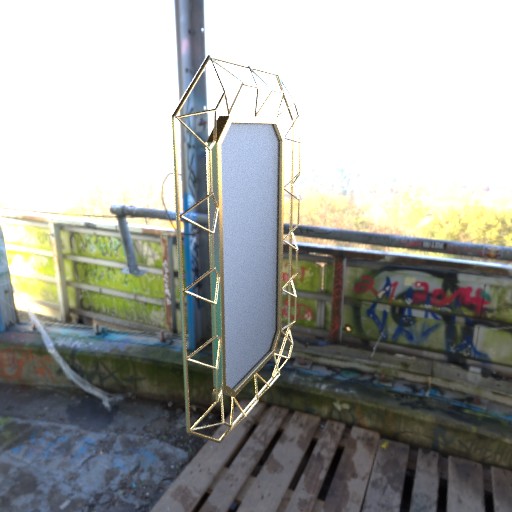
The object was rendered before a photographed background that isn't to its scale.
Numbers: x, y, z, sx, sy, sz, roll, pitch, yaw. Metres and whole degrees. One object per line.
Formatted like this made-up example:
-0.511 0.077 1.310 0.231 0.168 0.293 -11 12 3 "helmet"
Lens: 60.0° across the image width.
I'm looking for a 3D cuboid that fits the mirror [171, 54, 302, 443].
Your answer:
0.000 0.000 1.086 0.051 0.870 0.572 8 18 25 "mirror"
